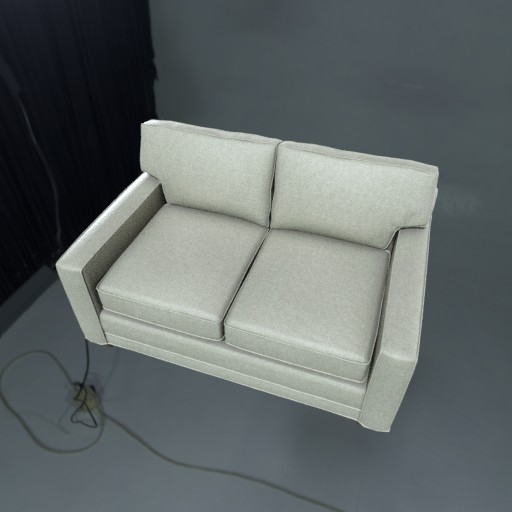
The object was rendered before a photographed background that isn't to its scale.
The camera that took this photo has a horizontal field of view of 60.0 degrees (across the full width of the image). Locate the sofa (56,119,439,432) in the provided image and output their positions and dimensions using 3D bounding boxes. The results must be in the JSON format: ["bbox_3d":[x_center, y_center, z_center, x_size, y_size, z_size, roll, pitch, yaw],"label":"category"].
[{"bbox_3d":[0.000,0.000,2.076,1.484,0.853,0.940,13,44,14],"label":"sofa"}]
